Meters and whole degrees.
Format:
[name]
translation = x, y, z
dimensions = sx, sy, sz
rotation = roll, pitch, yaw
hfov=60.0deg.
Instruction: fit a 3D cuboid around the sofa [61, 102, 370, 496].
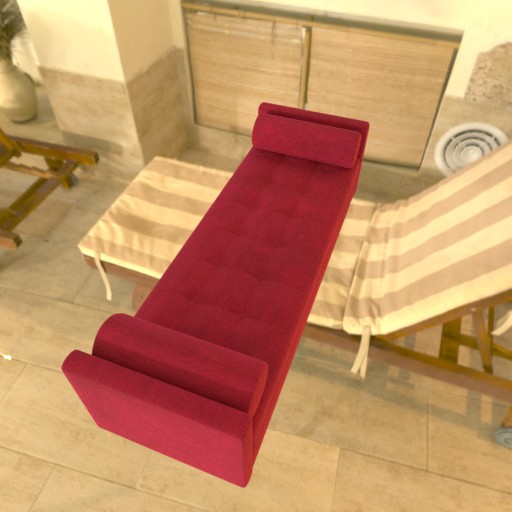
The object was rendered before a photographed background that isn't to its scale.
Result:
[sofa]
translation = 0.000, 0.000, 2.274
dimensions = 0.686, 0.635, 1.981
rotation = 16, 49, 14
